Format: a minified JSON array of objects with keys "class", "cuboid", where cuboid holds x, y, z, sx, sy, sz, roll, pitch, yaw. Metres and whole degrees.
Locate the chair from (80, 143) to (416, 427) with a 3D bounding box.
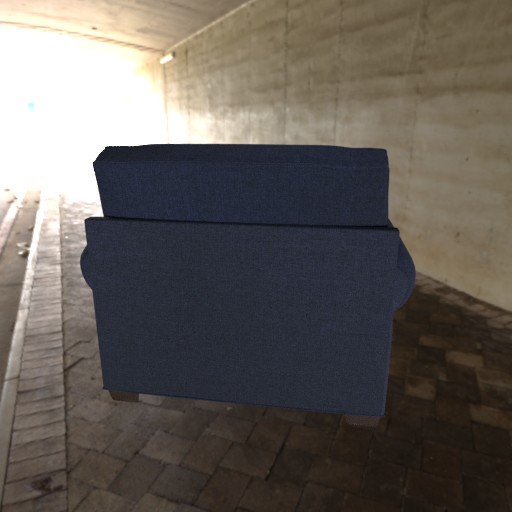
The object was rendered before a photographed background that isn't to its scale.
[{"class":"chair","cuboid":[0.000,0.000,2.049,1.285,1.044,0.963,3,17,9]}]
